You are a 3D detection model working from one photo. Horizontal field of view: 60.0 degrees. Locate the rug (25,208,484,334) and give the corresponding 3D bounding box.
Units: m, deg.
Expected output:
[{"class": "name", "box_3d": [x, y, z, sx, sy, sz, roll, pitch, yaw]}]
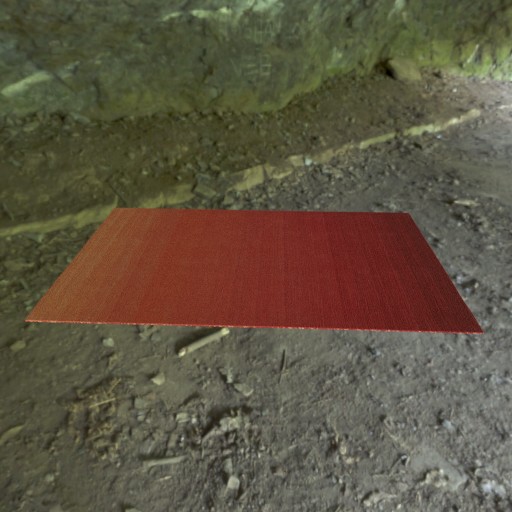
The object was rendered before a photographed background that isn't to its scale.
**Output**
[{"class": "rug", "box_3d": [0.000, 0.000, 3.010, 2.442, 0.010, 1.531, 1, 30, 2]}]
